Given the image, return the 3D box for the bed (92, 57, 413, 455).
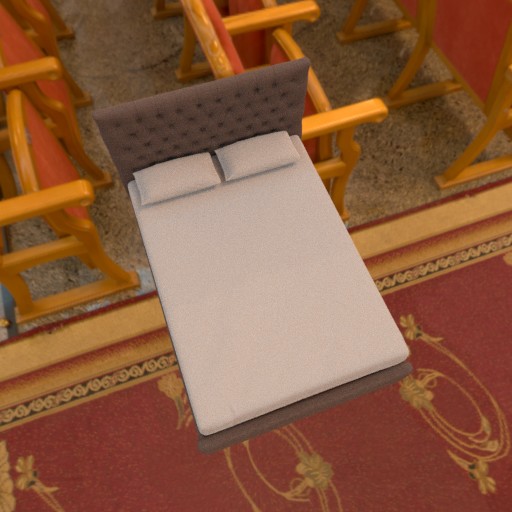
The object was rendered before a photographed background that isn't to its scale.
[{"bbox_3d":[0.000,0.000,3.452,1.698,1.427,2.387,-18,65,-9],"label":"bed"}]
